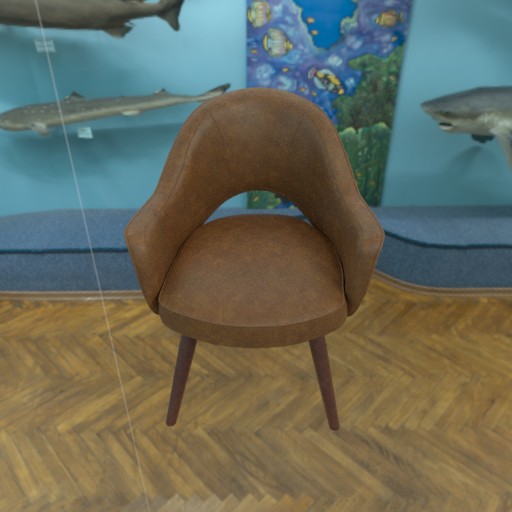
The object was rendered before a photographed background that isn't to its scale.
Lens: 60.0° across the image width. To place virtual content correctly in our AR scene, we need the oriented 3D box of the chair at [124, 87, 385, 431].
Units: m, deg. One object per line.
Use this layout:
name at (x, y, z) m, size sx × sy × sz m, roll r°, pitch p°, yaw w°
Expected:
chair at (0.000, 0.000, 1.232) m, size 0.591 × 0.777 × 0.640 m, roll 1°, pitch 31°, yaw 1°
